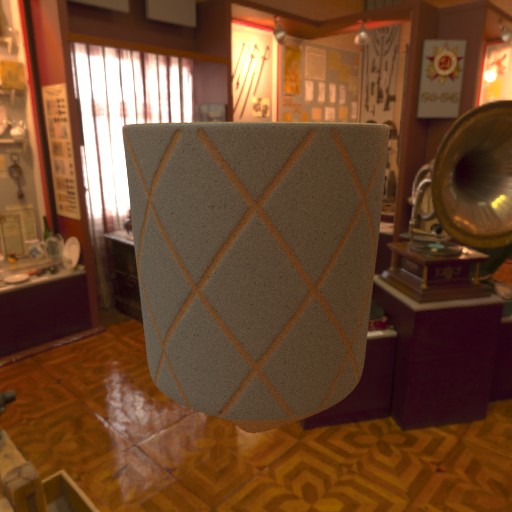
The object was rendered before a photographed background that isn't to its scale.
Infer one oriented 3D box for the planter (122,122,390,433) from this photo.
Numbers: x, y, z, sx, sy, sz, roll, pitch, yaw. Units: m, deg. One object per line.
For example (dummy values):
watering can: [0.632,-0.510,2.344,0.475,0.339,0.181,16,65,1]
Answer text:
planter: [0.000,0.000,0.354,0.191,0.200,0.191,0,15,0]
